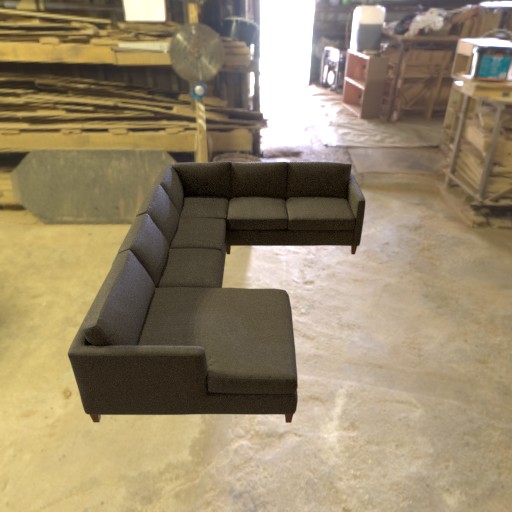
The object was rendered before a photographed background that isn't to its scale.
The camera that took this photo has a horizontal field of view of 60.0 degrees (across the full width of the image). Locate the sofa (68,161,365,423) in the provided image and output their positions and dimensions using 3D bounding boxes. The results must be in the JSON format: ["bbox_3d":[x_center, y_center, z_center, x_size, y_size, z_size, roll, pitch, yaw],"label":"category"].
[{"bbox_3d":[0.000,0.000,4.567,2.594,0.961,3.460,0,31,0],"label":"sofa"}]
